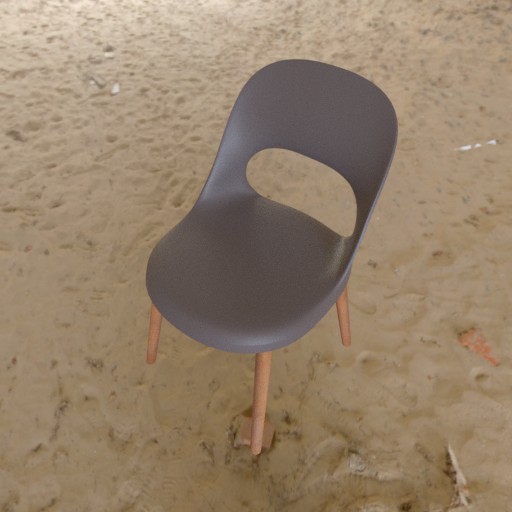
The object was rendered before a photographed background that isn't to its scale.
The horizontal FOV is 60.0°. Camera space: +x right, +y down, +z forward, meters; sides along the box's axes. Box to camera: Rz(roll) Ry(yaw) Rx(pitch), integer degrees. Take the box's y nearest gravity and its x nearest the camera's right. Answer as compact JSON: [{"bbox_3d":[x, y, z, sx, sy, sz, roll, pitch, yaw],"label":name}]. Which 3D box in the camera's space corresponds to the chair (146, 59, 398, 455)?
[{"bbox_3d":[0.000,0.000,1.129,0.470,0.794,0.556,30,52,27],"label":"chair"}]
